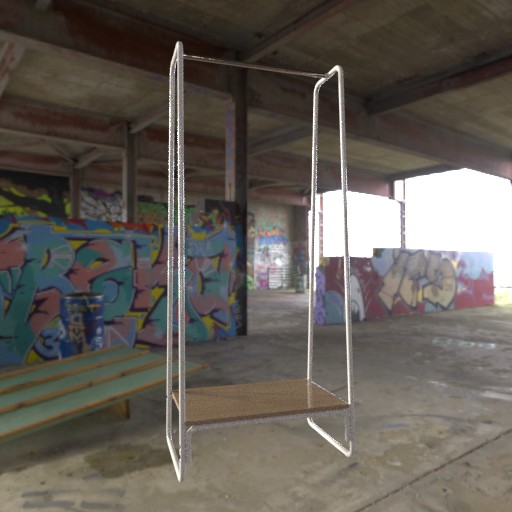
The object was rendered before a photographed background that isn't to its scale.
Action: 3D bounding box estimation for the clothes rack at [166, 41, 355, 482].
[{"bbox_3d":[0.000,0.000,1.717,0.640,1.500,0.400,0,-1,-18],"label":"clothes rack"}]
